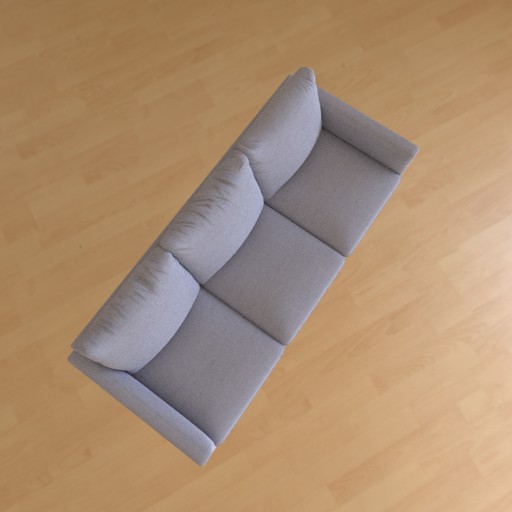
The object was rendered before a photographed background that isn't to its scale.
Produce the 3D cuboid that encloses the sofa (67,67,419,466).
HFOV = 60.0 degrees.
[{"bbox_3d":[0.000,0.000,2.442,0.850,0.830,2.000,35,78,9],"label":"sofa"}]
